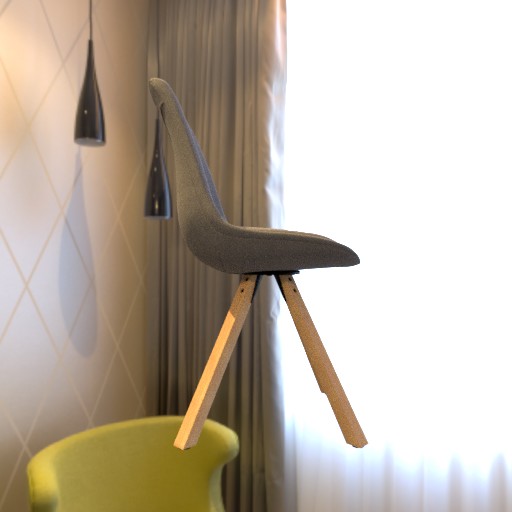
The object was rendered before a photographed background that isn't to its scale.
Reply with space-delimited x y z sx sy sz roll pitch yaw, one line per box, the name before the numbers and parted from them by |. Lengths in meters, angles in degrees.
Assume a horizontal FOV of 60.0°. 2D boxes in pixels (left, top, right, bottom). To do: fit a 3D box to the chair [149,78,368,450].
chair | 0.000 0.000 1.197 0.549 0.863 0.474 0 -1 0
